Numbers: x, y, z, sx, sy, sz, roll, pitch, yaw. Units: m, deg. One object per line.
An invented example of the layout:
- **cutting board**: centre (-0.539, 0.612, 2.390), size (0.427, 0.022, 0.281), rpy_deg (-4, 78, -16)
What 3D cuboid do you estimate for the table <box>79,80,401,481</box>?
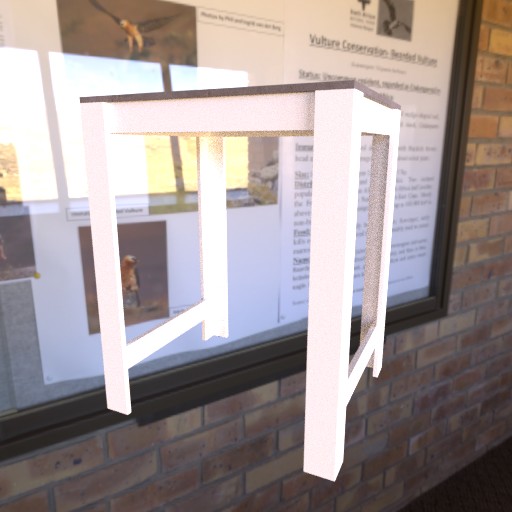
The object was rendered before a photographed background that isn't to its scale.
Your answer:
- **table**: centre (0.000, 0.000, 1.545), size (0.800, 1.020, 0.700), rpy_deg (7, 15, 25)
